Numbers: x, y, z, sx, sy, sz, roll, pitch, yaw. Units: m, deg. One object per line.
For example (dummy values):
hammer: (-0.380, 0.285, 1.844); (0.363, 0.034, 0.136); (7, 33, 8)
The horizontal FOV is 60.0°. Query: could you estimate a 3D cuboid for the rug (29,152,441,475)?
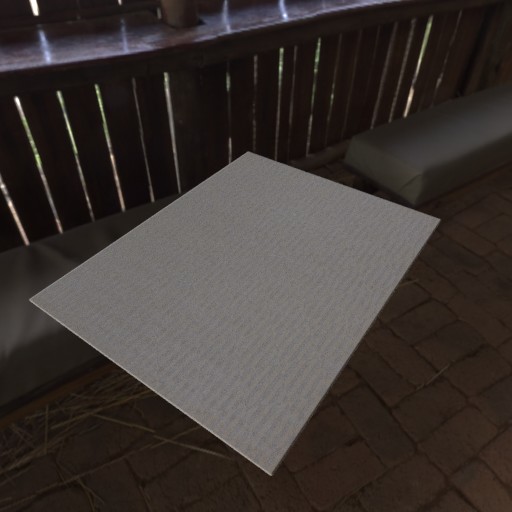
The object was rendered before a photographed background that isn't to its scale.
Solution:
rug: (0.000, 0.000, 4.050); (2.410, 0.021, 3.055); (25, 48, 26)
